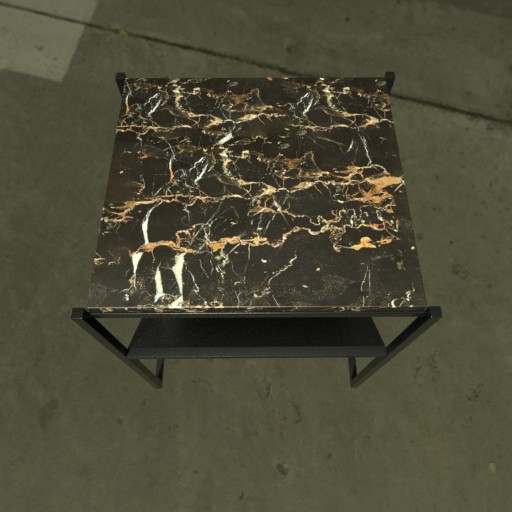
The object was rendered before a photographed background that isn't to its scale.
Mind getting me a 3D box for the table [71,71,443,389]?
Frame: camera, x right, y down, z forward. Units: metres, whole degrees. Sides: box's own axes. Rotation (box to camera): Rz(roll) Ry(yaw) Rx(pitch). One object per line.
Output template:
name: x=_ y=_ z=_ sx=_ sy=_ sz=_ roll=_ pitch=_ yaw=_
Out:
table: x=0.000 y=0.000 z=0.891 sx=0.469 sy=0.534 sz=0.432 roll=0 pitch=64 yaw=0
